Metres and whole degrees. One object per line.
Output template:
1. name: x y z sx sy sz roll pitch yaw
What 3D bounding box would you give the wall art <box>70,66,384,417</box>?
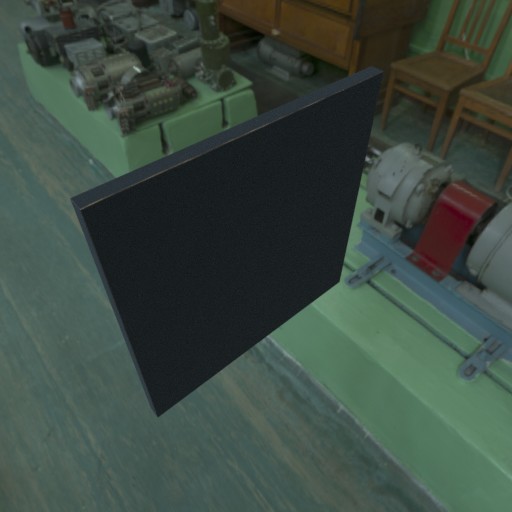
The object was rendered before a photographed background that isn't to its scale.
1. wall art: 0.000 0.000 1.152 0.762 0.762 0.038 -32 54 -27
